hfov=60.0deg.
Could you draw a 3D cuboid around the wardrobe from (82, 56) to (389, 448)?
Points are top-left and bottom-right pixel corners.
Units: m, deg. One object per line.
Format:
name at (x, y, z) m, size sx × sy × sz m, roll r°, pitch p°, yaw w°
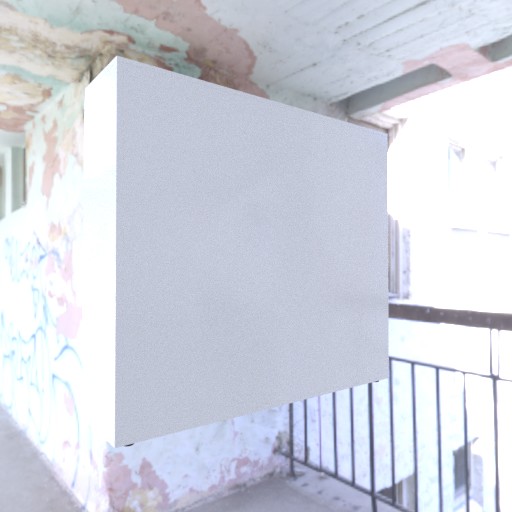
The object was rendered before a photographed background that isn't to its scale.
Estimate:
wardrobe at (0.000, 0.000, 1.886) m, size 1.340 × 1.200 × 0.360 m, roll 1°, pitch -1°, yaw -37°
